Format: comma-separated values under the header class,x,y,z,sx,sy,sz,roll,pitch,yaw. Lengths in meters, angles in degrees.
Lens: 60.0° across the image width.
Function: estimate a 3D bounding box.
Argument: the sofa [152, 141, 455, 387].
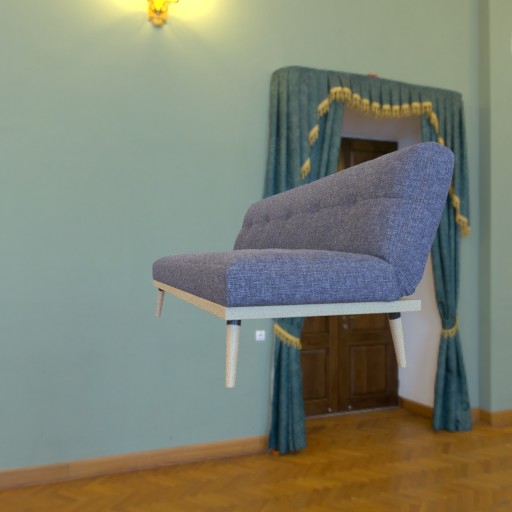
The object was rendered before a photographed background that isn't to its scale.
class,x,y,z,sx,sy,sz,roll,pitch,yaw
sofa,0.000,0.000,2.200,0.820,0.770,1.820,0,0,-19
